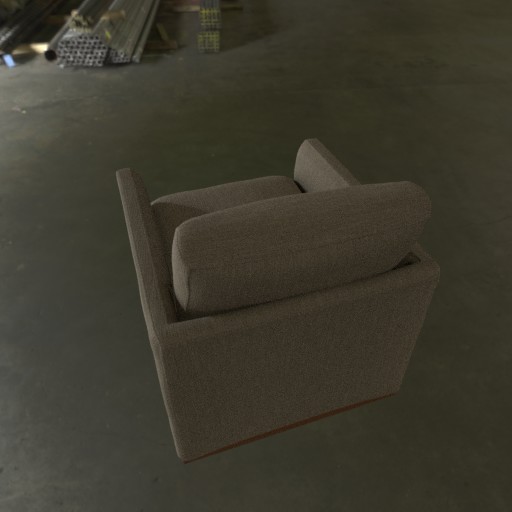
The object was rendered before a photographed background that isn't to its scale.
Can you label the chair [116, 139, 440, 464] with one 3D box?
[{"bbox_3d":[0.000,0.000,1.453,0.763,0.811,0.834,-13,42,-14],"label":"chair"}]
